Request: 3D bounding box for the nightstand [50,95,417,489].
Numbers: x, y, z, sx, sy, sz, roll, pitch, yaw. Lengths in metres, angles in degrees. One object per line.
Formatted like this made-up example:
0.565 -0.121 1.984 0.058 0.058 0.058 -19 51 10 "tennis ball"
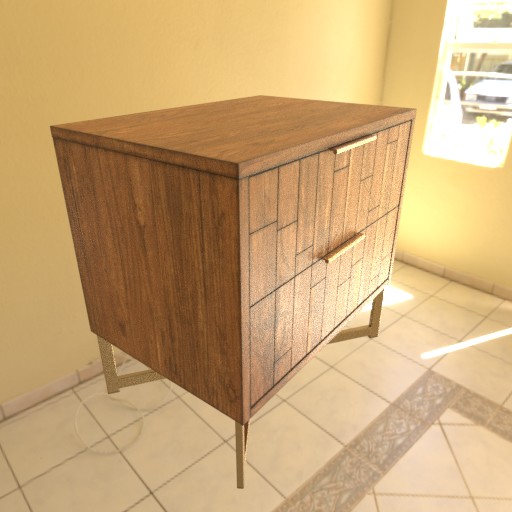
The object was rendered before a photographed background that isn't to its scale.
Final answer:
0.000 0.000 1.005 0.446 0.610 0.610 19 32 34 "nightstand"
